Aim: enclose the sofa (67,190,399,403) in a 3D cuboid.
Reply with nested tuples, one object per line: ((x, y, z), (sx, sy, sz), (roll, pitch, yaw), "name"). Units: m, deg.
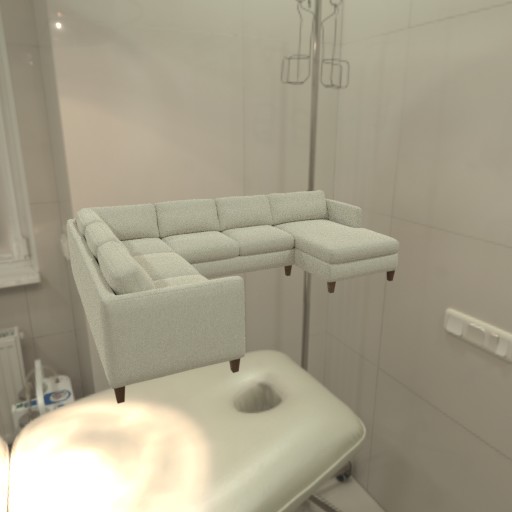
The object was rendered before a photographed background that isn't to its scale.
((0.000, 0.000, 4.352), (3.238, 0.853, 2.551), (-8, 19, -25), "sofa")
